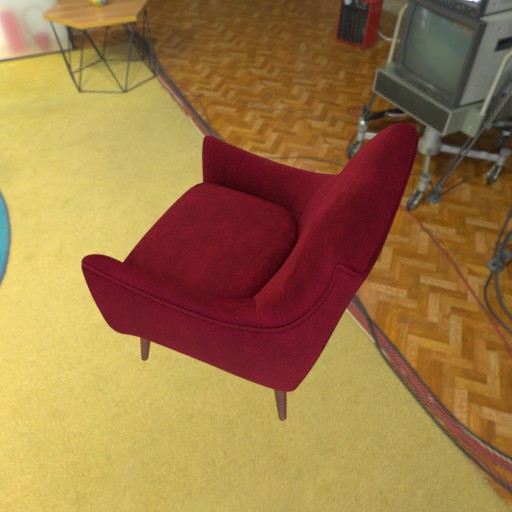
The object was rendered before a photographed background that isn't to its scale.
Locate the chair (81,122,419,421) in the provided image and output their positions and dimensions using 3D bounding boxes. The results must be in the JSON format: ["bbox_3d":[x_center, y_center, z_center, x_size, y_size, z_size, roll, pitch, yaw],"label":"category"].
[{"bbox_3d":[0.000,0.000,1.464,0.787,0.838,0.762,18,48,17],"label":"chair"}]
